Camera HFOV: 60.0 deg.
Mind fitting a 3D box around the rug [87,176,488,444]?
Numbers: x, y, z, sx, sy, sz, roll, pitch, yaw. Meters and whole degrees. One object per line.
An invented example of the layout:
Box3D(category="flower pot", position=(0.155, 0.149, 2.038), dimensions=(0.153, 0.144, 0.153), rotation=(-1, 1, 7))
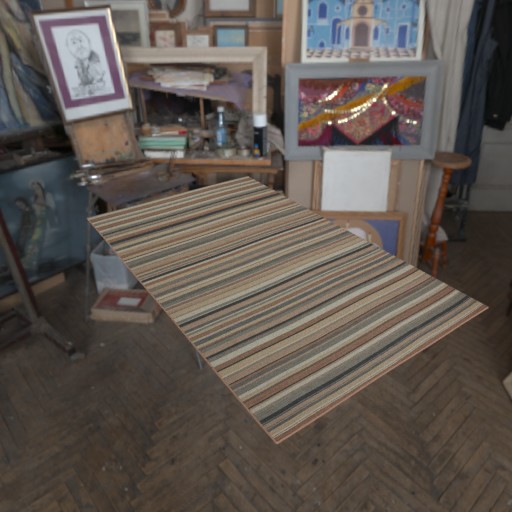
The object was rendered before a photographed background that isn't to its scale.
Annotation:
Box3D(category="rug", position=(0.000, 0.000, 2.998), dimensions=(1.523, 0.014, 2.438), rotation=(-21, 37, -29))
